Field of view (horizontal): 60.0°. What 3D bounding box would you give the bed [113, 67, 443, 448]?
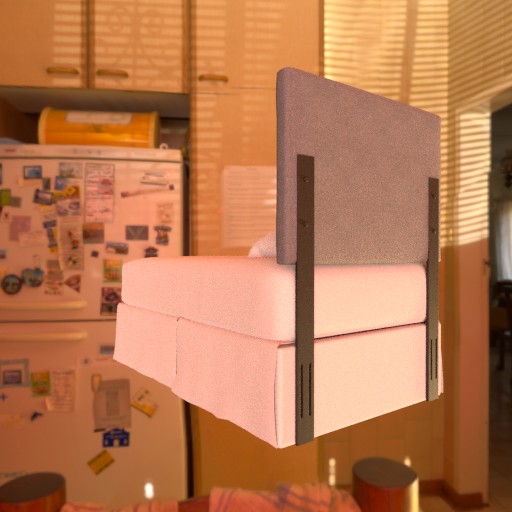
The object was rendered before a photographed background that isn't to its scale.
[{"bbox_3d":[0.000,0.000,2.928,1.261,1.571,1.997,0,0,-36],"label":"bed"}]
